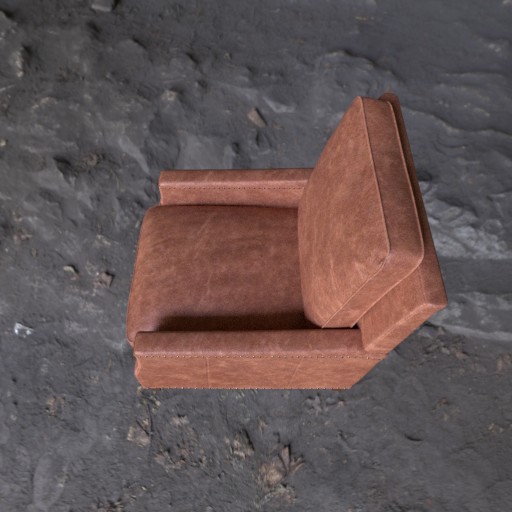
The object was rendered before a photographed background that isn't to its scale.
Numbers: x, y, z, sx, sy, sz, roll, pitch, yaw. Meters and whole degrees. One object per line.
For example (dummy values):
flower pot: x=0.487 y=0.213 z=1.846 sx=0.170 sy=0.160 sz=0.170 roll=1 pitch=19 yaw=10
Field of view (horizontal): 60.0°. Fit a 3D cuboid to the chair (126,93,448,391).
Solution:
chair: x=0.000 y=0.000 z=1.776 sx=1.035 sy=1.054 sz=0.854 roll=0 pitch=59 yaw=0
